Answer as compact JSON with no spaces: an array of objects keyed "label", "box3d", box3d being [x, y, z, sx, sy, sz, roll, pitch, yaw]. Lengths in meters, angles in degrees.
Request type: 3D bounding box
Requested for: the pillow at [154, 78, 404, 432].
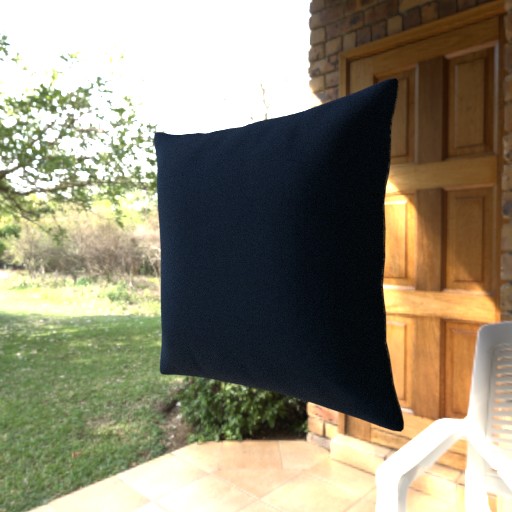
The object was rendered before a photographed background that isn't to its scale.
[{"label":"pillow","box3d":[0.000,0.000,0.784,0.523,0.510,0.166,1,2,37]}]
